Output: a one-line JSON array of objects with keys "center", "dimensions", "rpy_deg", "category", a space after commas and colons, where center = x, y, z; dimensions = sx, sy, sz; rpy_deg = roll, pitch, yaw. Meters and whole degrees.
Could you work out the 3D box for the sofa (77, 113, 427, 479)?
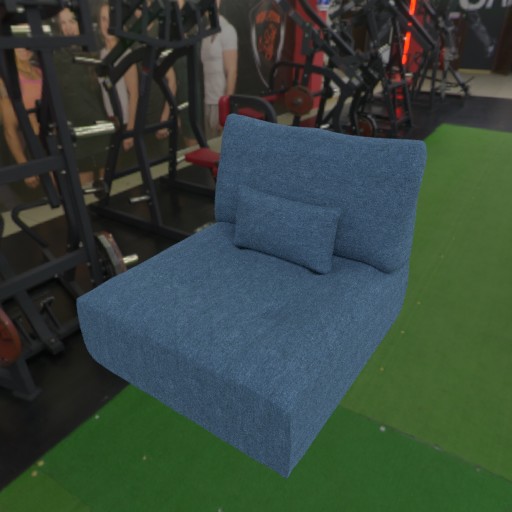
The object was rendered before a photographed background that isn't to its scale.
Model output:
[{"center": [0.000, 0.000, 1.697], "dimensions": [0.930, 0.820, 1.000], "rpy_deg": [19, 34, 30], "category": "sofa"}]
